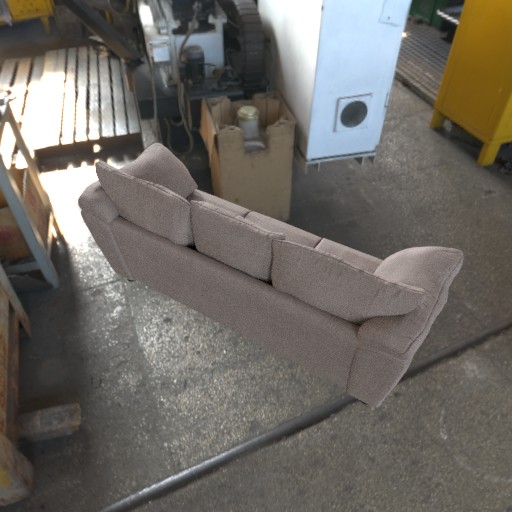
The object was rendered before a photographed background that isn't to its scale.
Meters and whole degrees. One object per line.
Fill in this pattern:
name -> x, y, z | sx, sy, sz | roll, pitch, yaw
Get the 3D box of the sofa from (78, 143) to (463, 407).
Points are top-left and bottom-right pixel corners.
sofa -> 0.000, 0.000, 2.926 | 2.334, 0.996, 0.878 | 23, 49, 22
